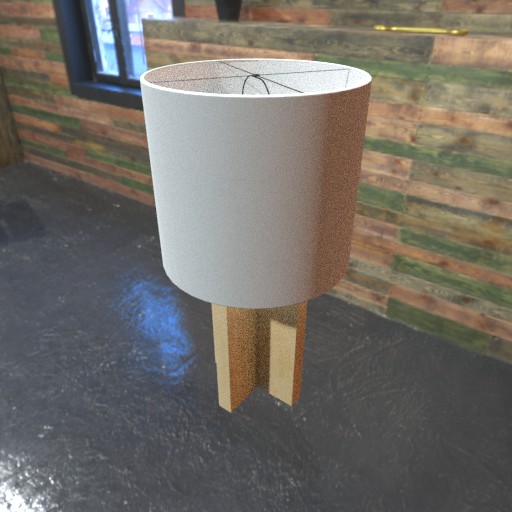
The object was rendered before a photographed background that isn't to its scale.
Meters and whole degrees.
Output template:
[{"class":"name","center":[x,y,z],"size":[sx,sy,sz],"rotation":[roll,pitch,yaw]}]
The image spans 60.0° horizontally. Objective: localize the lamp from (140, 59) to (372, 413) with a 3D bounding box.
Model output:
[{"class":"lamp","center":[0.000,0.000,0.555],"size":[0.229,0.428,0.229],"rotation":[21,37,31]}]
